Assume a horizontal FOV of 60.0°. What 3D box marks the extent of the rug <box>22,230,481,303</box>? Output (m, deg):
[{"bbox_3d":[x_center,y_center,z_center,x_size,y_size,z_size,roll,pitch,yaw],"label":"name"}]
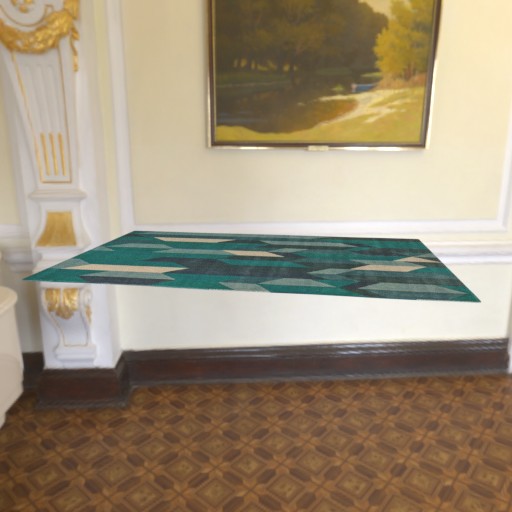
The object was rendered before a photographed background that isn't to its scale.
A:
[{"bbox_3d":[0.000,0.000,3.025,2.420,0.005,1.528,2,14,9],"label":"rug"}]
